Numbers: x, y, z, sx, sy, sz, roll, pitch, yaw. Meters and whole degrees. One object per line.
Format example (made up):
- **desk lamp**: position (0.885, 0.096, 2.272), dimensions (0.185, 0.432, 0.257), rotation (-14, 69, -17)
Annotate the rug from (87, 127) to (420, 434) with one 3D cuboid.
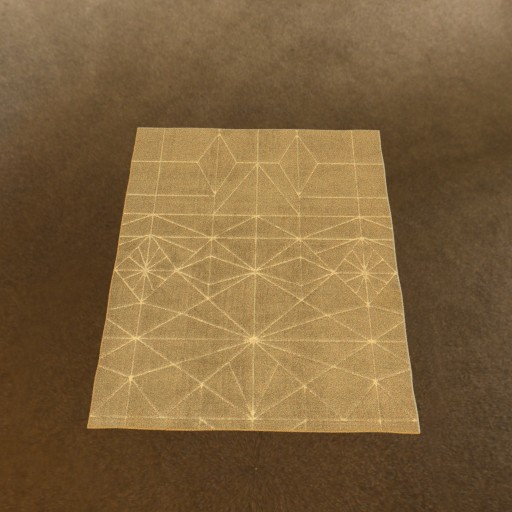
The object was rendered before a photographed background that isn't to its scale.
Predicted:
- **rug**: position (0.000, 0.000, 0.865), dimensions (0.548, 0.006, 0.639), rotation (1, 64, 0)
